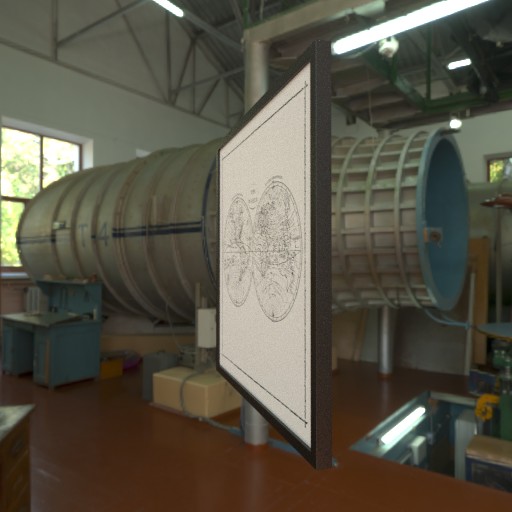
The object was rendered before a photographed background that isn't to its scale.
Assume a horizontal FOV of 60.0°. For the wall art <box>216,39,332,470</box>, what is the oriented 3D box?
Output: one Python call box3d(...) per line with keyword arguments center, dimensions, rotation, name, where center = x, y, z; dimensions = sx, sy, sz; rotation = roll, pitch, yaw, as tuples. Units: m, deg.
box3d(center=(0.000, 0.000, 1.167), dimensions=(0.031, 0.775, 0.773), rotation=(0, -1, -18), name="wall art")
